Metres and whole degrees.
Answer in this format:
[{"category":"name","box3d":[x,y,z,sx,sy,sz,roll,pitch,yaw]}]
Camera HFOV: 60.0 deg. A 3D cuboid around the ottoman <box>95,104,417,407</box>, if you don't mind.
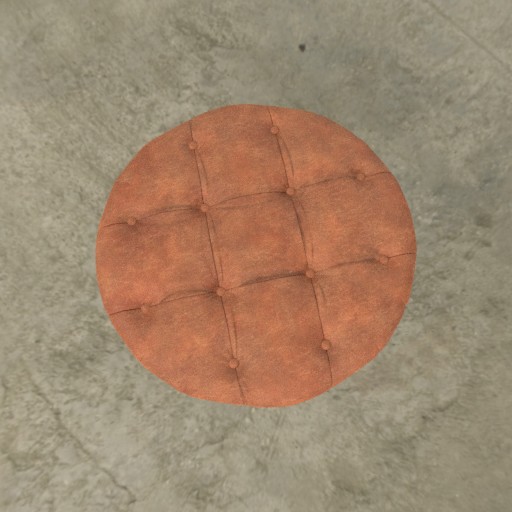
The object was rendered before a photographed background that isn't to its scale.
[{"category":"ottoman","box3d":[0.000,0.000,1.396,0.901,0.444,0.901,0,76,0]}]
